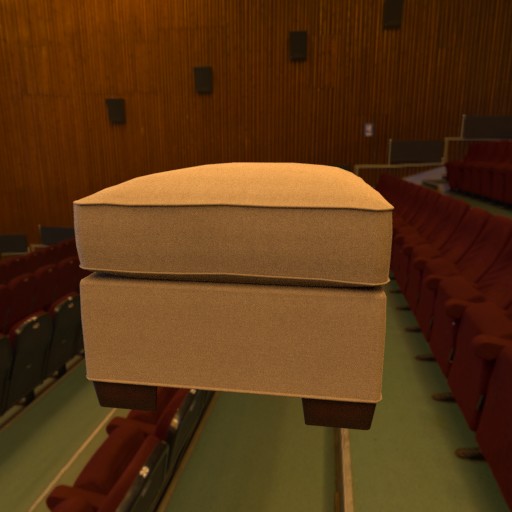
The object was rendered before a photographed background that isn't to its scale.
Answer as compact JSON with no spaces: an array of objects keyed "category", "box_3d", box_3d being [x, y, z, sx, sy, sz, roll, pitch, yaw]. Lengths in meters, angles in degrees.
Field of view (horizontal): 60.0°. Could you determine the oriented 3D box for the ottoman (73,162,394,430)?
[{"category":"ottoman","box_3d":[0.000,0.000,1.250,0.617,0.503,0.846,2,14,8]}]
